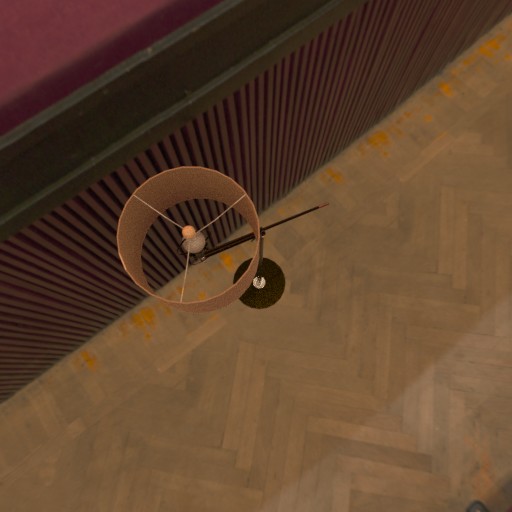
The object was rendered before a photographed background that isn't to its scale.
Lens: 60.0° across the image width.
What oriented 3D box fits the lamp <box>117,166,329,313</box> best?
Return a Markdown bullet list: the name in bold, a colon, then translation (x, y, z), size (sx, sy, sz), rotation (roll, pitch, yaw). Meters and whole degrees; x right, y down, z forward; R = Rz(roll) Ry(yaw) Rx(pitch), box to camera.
- **lamp**: translation (0.000, 0.000, 1.976), size (0.809, 1.635, 0.373), rotation (-35, 79, -8)
